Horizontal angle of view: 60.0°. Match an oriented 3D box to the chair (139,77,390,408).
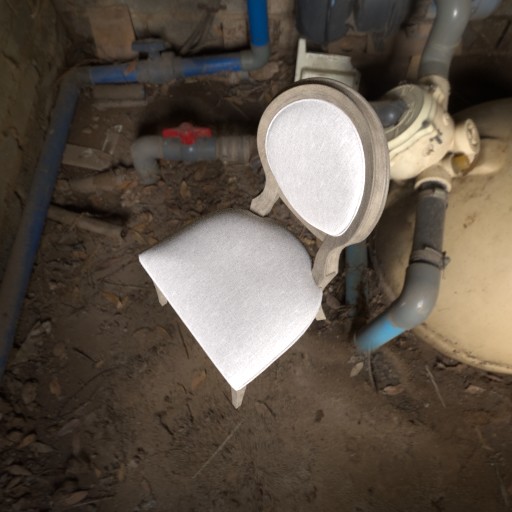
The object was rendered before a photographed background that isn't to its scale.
[{"bbox_3d":[0.000,0.000,1.379,0.602,0.990,0.558,-35,69,-15],"label":"chair"}]
